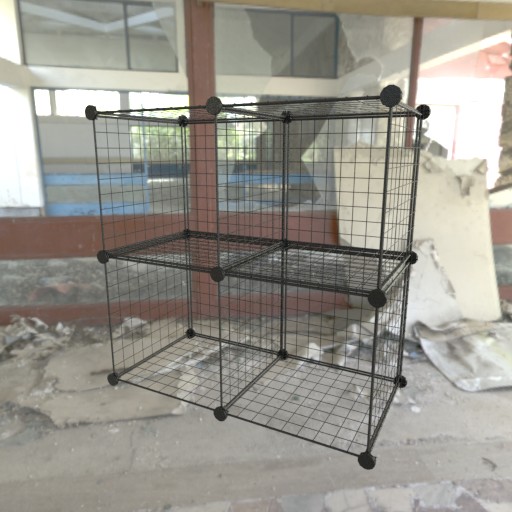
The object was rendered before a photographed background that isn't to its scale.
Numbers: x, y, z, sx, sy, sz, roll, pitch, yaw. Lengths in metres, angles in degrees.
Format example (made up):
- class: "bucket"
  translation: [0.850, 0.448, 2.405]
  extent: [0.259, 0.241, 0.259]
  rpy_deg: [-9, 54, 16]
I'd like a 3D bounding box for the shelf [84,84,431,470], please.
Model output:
- class: "shelf"
  translation: [0.000, 0.000, 1.096]
  extent: [0.711, 0.711, 0.356]
  rpy_deg: [7, 15, 27]
